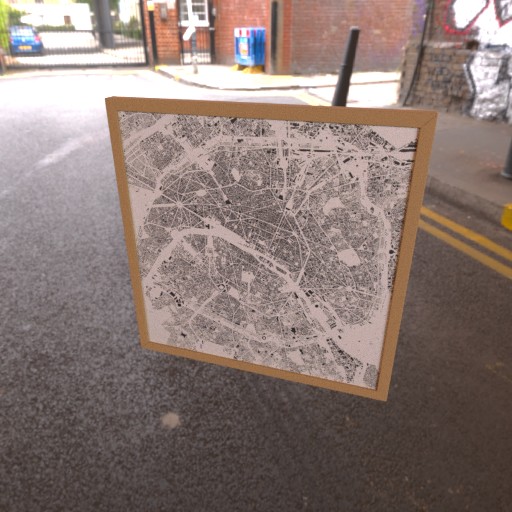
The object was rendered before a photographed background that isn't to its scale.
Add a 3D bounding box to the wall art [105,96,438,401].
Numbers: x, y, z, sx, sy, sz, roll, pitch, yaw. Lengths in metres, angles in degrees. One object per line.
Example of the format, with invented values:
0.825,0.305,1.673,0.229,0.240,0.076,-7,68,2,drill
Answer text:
0.000,0.000,1.161,0.761,0.761,0.037,8,28,16,wall art
